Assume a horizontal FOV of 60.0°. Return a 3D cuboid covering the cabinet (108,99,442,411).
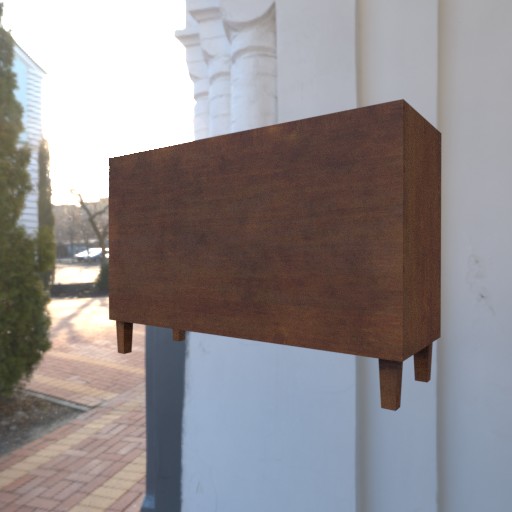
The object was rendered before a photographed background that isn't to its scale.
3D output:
[{"bbox_3d":[0.000,0.000,1.639,1.204,0.805,0.403,0,1,36],"label":"cabinet"}]
